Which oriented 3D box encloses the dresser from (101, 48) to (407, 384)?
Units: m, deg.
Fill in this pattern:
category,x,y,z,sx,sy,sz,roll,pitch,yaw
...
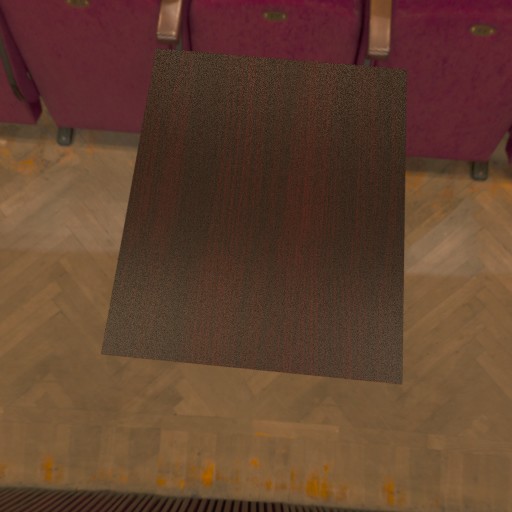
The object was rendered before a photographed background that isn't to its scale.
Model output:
category,x,y,z,sx,sy,sz,roll,pitch,yaw
dresser,0.000,0.000,0.809,0.360,0.560,0.400,5,76,1
